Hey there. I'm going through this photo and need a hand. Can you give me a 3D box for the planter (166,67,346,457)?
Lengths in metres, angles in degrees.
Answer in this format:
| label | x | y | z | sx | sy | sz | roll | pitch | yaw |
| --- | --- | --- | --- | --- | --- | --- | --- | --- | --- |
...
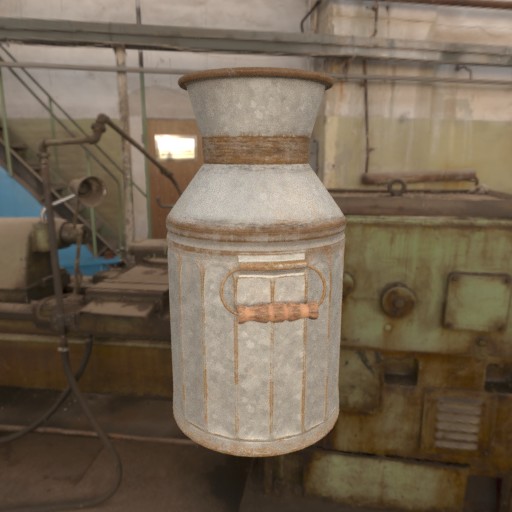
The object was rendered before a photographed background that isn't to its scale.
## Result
| label | x | y | z | sx | sy | sz | roll | pitch | yaw |
| --- | --- | --- | --- | --- | --- | --- | --- | --- | --- |
| planter | 0.000 | 0.000 | 0.534 | 0.214 | 0.396 | 0.245 | -2 | 13 | -9 |
